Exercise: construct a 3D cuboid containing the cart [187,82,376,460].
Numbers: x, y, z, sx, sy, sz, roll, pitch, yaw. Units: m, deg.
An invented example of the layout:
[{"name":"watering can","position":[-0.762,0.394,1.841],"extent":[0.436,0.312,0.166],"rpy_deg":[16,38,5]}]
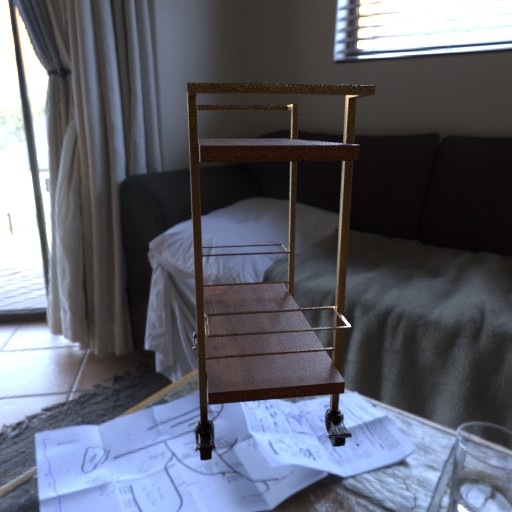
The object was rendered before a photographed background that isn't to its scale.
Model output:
[{"name":"cart","position":[0.000,0.000,1.198],"extent":[0.364,0.807,0.695],"rpy_deg":[-2,16,-8]}]
